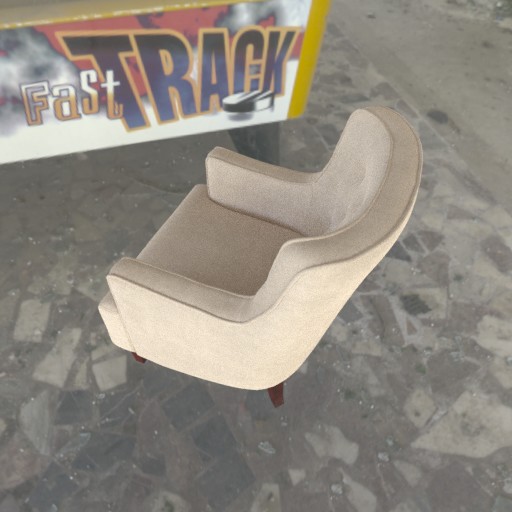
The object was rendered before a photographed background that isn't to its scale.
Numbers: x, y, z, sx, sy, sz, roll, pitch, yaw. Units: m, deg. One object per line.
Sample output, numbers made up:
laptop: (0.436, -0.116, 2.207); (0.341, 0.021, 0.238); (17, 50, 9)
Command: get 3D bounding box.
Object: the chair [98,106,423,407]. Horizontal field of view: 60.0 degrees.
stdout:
chair: (0.000, 0.000, 1.580); (0.910, 0.920, 0.781); (17, 49, 15)
